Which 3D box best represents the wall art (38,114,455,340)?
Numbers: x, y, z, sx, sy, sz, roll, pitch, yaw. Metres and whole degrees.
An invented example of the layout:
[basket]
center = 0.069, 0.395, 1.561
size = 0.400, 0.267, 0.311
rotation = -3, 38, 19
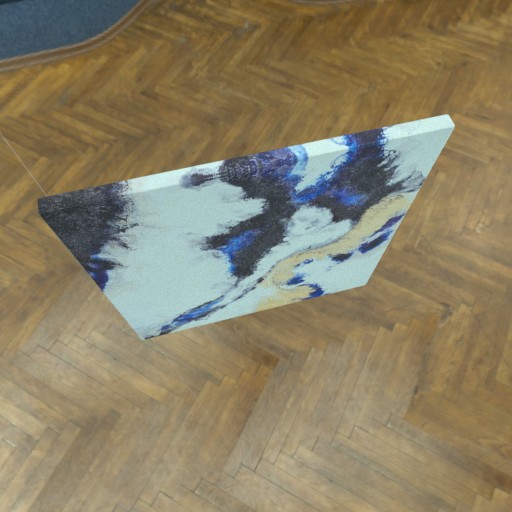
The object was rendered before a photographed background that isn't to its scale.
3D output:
[wall art]
center = 0.000, 0.000, 1.314
size = 0.887, 0.885, 0.038
rotation = -13, 64, -6
